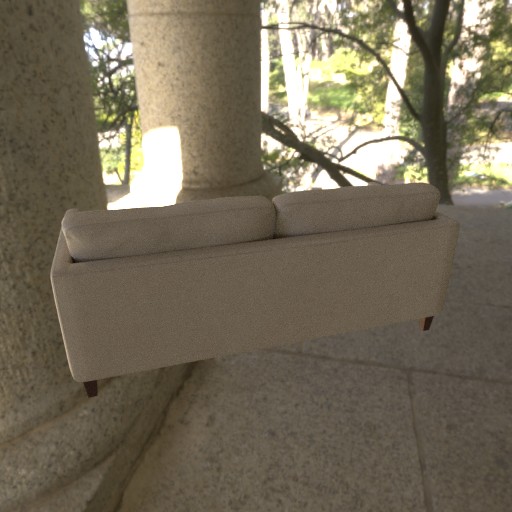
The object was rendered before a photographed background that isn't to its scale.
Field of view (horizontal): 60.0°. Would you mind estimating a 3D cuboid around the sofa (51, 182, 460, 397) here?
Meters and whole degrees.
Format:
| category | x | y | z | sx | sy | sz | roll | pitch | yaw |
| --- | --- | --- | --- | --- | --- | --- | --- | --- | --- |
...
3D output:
| category | x | y | z | sx | sy | sz | roll | pitch | yaw |
| --- | --- | --- | --- | --- | --- | --- | --- | --- | --- |
| sofa | 0.000 | 0.000 | 2.717 | 2.181 | 0.932 | 0.948 | -7 | 26 | -16 |
